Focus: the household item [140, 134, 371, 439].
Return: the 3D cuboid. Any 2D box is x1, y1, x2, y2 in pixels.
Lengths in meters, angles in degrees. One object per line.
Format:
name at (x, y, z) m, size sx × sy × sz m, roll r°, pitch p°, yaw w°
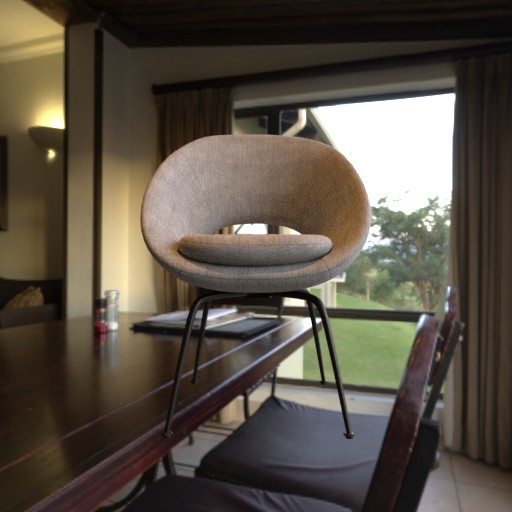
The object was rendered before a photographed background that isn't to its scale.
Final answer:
household item at (0.000, 0.000, 1.329) m, size 0.643 × 0.869 × 0.587 m, roll 0°, pitch 0°, yaw 1°
